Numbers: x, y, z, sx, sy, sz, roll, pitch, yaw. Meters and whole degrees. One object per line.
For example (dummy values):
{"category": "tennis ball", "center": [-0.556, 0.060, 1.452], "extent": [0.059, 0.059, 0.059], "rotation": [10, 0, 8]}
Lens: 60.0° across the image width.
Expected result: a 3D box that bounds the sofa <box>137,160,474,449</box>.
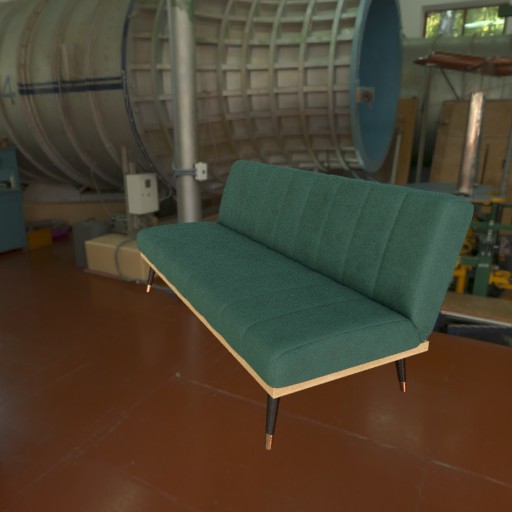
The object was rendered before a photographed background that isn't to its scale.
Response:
{"category": "sofa", "center": [0.000, 0.000, 2.258], "extent": [0.830, 0.820, 1.810], "rotation": [-8, 19, -26]}
